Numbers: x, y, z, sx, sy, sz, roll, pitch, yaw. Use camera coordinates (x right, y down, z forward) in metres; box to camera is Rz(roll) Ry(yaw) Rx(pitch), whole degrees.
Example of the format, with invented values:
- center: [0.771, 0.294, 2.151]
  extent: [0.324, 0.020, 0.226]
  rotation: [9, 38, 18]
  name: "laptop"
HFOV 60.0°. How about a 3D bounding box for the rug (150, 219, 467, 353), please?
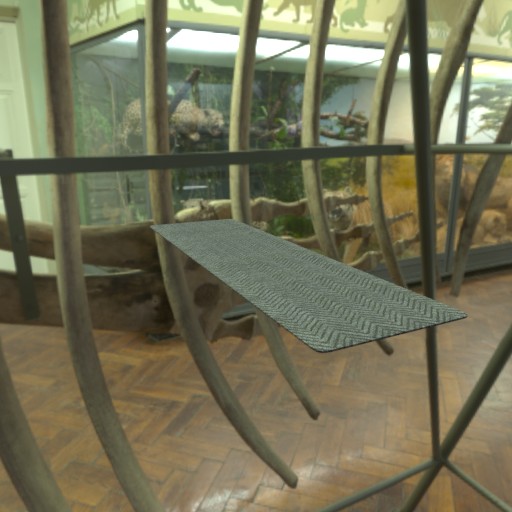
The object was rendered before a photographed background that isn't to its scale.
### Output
- center: [0.000, 0.000, 2.515]
  extent: [0.686, 0.008, 2.286]
  rotation: [-7, 17, -25]
  name: "rug"
